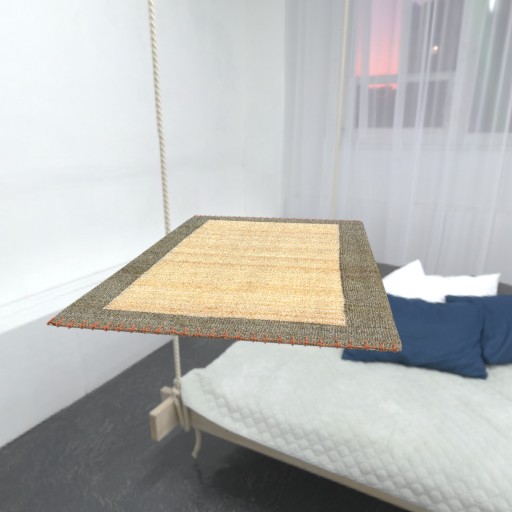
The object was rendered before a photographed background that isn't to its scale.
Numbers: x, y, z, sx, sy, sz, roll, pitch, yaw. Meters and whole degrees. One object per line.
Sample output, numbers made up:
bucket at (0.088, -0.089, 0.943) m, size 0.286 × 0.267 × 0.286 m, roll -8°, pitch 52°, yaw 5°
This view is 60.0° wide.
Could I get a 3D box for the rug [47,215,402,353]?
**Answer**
rug at (0.000, 0.000, 2.314) m, size 1.220 × 0.019 × 1.838 m, roll 3°, pitch 18°, yaw 9°
